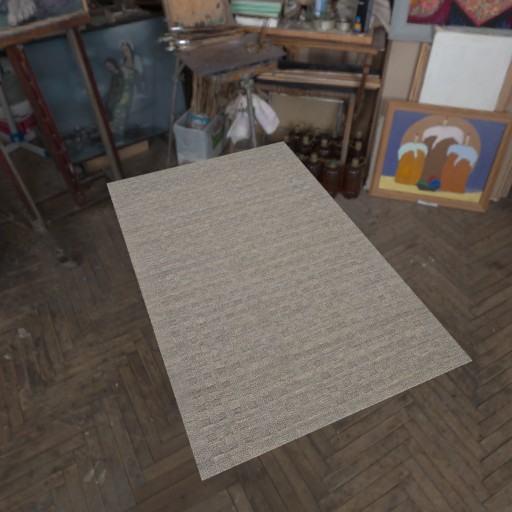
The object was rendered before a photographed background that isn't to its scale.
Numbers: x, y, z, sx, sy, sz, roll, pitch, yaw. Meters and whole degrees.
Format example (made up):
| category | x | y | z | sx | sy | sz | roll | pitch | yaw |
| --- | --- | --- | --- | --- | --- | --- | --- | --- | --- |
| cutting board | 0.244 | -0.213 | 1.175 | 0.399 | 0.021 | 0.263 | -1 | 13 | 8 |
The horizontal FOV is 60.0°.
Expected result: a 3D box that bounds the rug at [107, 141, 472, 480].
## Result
| category | x | y | z | sx | sy | sz | roll | pitch | yaw |
| --- | --- | --- | --- | --- | --- | --- | --- | --- | --- |
| rug | 0.000 | 0.000 | 2.186 | 1.142 | 0.006 | 1.752 | -17 | 49 | -16 |
